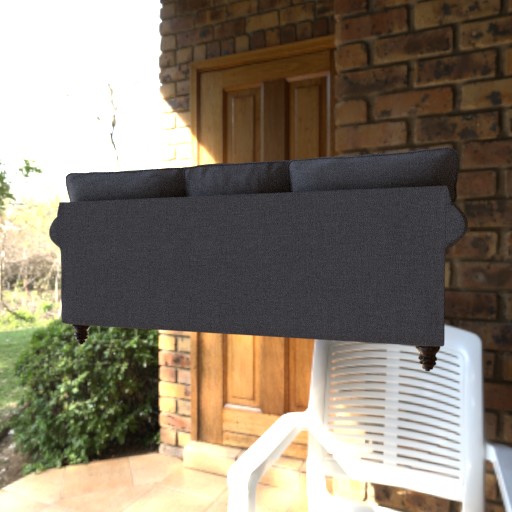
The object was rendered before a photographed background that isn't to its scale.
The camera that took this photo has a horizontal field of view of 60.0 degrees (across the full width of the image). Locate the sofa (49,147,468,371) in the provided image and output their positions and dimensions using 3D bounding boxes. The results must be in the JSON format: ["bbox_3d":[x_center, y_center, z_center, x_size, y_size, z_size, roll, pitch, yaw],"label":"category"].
[{"bbox_3d":[0.000,0.000,2.502,2.084,0.961,0.916,0,0,18],"label":"sofa"}]
